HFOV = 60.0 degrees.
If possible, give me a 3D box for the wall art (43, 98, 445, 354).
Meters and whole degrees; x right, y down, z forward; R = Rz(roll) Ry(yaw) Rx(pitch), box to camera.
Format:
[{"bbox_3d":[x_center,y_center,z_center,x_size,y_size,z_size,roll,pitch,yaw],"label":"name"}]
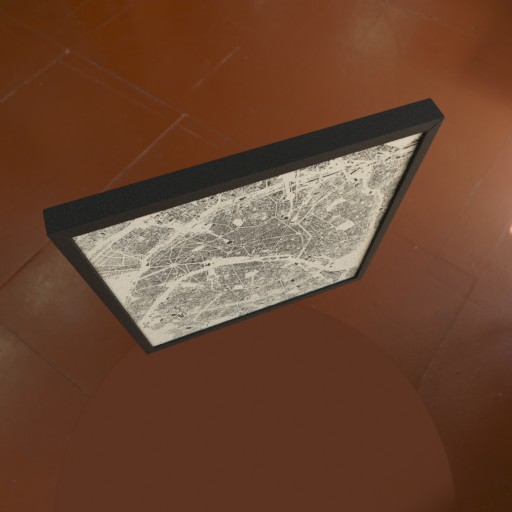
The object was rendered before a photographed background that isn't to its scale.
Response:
[{"bbox_3d":[0.000,0.000,0.764,0.508,0.508,0.037,-18,64,-9],"label":"wall art"}]
